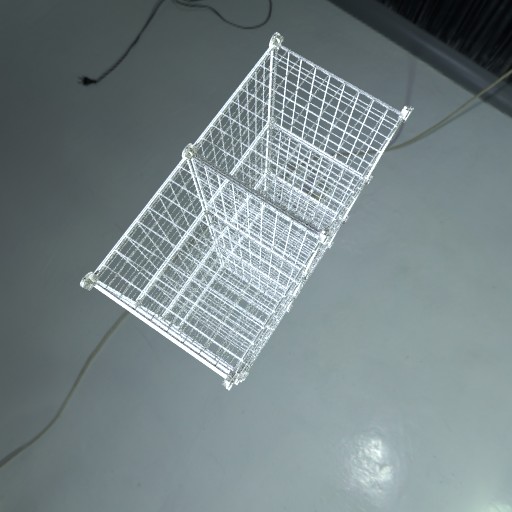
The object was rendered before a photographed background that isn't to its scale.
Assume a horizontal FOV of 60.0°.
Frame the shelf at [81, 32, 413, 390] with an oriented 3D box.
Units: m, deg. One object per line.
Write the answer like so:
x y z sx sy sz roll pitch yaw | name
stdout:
0.000 0.000 1.425 0.356 1.067 0.711 33 78 8 | shelf
